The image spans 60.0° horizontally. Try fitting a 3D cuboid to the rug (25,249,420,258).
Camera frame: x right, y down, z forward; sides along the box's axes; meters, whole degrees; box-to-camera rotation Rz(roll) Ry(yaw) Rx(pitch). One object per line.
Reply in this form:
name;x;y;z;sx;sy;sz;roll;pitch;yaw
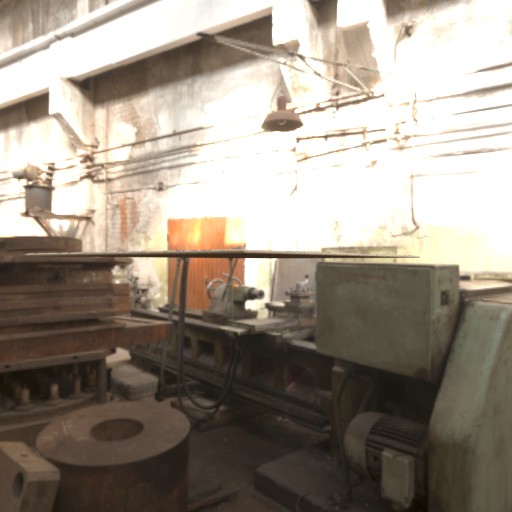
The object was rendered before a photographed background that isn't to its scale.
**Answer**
rug;0.000;0.000;2.357;1.213;0.012;1.831;-1;-1;35
